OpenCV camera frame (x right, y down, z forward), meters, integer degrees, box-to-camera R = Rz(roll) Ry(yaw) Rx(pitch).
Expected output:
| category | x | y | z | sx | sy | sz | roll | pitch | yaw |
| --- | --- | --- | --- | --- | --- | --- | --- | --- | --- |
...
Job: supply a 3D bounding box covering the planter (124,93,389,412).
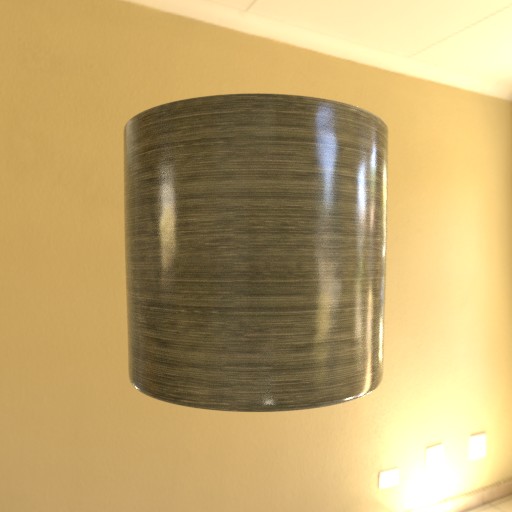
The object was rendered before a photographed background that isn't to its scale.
| category | x | y | z | sx | sy | sz | roll | pitch | yaw |
| --- | --- | --- | --- | --- | --- | --- | --- | --- | --- |
| planter | 0.000 | 0.000 | 0.386 | 0.221 | 0.201 | 0.221 | 0 | -1 | 0 |
